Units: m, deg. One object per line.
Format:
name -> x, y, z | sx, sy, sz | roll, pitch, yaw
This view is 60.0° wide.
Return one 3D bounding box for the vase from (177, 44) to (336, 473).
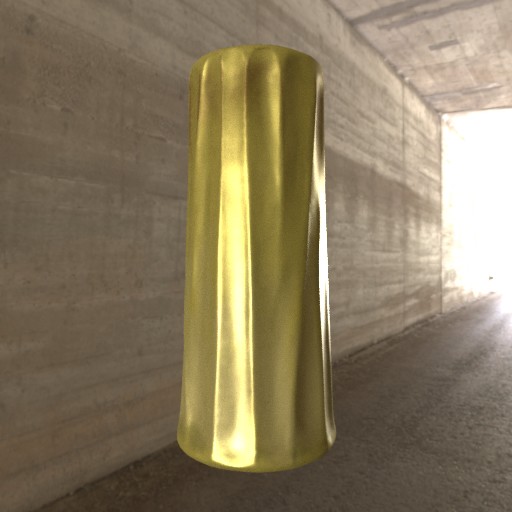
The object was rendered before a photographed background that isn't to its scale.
vase -> 0.000, 0.000, 0.174 | 0.061, 0.143, 0.061 | 0, -1, 0
